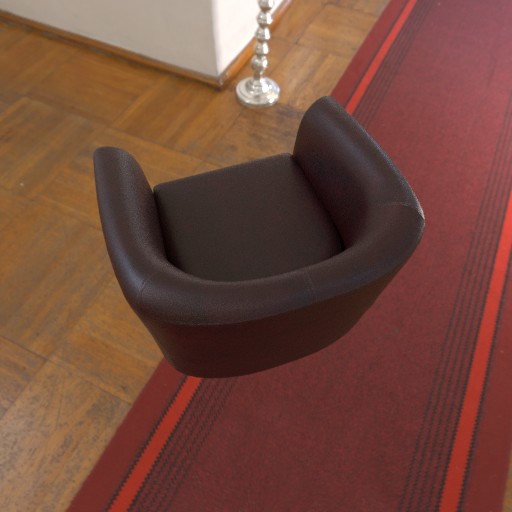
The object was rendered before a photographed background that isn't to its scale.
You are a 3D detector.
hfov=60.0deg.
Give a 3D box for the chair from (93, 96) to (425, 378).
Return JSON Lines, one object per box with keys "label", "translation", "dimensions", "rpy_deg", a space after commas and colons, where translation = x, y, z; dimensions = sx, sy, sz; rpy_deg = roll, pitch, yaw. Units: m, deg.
{"label": "chair", "translation": [0.000, 0.000, 1.387], "dimensions": [0.792, 0.756, 0.727], "rpy_deg": [-16, 58, -10]}
